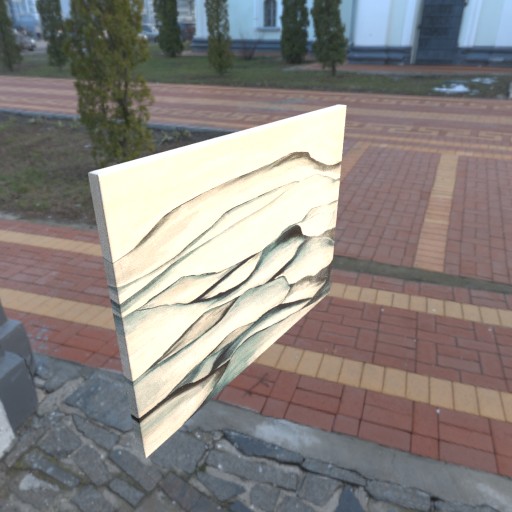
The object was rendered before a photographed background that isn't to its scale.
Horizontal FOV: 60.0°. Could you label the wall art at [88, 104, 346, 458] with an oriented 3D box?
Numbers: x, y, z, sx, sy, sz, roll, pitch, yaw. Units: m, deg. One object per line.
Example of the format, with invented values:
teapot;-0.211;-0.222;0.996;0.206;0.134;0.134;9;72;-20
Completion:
wall art;0.000;0.000;1.623;0.039;0.915;1.219;19;33;32
